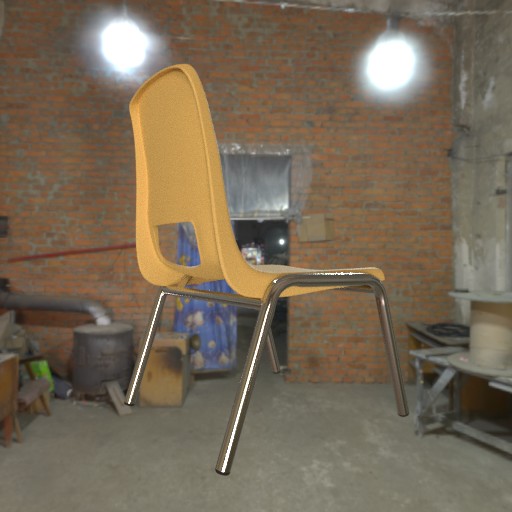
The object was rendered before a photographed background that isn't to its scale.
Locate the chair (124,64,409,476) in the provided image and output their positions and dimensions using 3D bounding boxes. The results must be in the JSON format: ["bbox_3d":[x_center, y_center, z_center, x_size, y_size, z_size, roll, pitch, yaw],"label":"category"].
[{"bbox_3d":[0.000,0.000,0.767,0.385,0.536,0.354,0,0,-37],"label":"chair"}]
